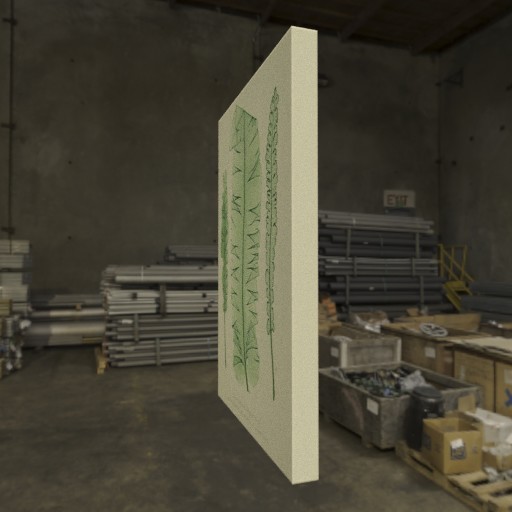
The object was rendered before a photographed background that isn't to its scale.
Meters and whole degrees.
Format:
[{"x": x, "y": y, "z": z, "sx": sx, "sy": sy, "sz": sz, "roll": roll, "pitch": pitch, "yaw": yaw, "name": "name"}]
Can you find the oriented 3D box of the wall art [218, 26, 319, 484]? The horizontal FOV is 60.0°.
[{"x": 0.000, "y": 0.000, "z": 0.792, "sx": 0.038, "sy": 0.608, "sz": 0.418, "roll": 0, "pitch": -1, "yaw": -18, "name": "wall art"}]
